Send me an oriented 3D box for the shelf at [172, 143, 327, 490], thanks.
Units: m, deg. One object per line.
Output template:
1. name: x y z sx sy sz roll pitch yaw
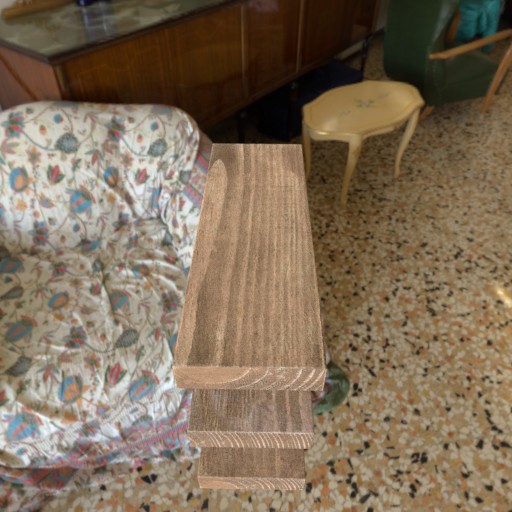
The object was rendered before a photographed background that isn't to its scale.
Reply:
1. shelf: 0.000 0.000 0.721 0.140 0.293 0.610 1 43 1
